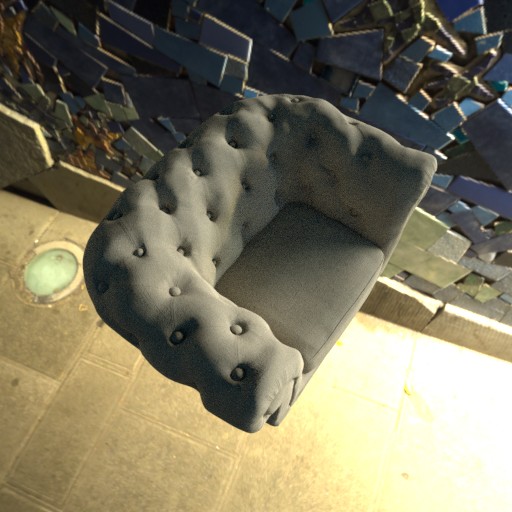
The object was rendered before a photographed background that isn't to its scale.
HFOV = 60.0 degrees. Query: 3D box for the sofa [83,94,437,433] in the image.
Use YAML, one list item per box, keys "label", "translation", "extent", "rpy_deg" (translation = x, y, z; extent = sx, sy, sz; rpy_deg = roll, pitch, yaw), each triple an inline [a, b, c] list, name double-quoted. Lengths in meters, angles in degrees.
- label: "sofa"
  translation: [0.000, 0.000, 2.055]
  extent: [1.034, 0.878, 1.405]
  rpy_deg: [32, 64, 18]
